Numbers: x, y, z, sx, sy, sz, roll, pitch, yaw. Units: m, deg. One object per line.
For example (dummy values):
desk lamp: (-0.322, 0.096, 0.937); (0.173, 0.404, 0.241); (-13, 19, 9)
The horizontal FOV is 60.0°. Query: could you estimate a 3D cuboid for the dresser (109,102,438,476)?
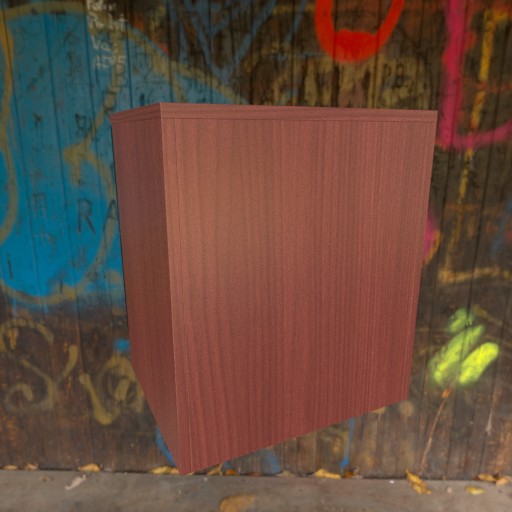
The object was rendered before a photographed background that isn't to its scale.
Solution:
dresser: (0.000, 0.000, 0.764); (0.400, 0.470, 0.360); (-8, 17, -25)
